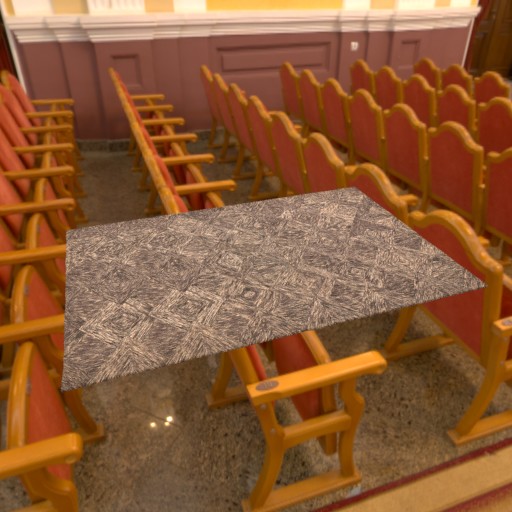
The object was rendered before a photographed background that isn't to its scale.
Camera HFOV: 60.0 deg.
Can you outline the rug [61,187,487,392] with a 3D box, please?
[{"bbox_3d":[0.000,0.000,2.217,1.808,0.011,1.189,-11,34,-16],"label":"rug"}]
